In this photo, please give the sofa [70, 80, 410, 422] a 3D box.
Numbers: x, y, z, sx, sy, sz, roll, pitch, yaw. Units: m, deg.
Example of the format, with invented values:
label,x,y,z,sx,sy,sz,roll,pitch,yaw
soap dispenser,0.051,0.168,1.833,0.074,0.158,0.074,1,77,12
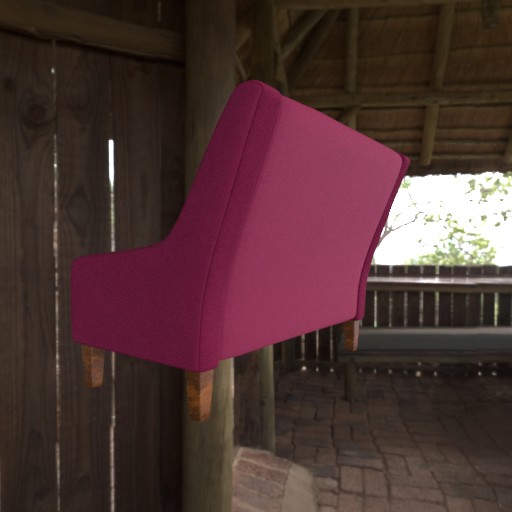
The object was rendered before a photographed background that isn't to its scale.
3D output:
label,x,y,z,sx,sy,sz,roll,pitch,yaw
sofa,0.000,0.000,1.916,0.946,0.976,1.242,1,2,36
